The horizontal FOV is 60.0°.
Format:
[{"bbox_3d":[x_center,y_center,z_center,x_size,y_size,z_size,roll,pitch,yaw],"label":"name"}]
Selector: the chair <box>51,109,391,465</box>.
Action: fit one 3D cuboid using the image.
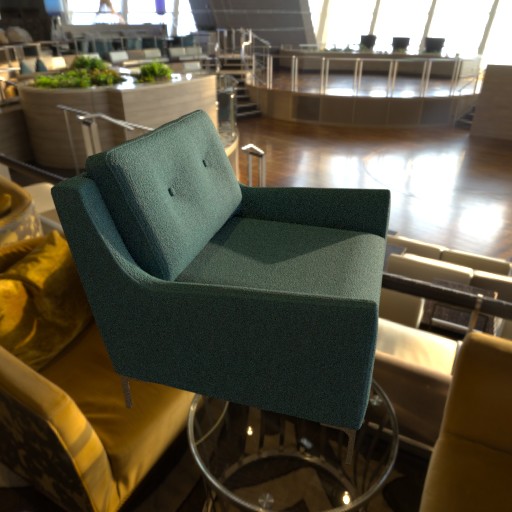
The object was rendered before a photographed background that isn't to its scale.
[{"bbox_3d":[0.000,0.000,1.509,0.849,0.828,0.847,8,30,15],"label":"chair"}]
